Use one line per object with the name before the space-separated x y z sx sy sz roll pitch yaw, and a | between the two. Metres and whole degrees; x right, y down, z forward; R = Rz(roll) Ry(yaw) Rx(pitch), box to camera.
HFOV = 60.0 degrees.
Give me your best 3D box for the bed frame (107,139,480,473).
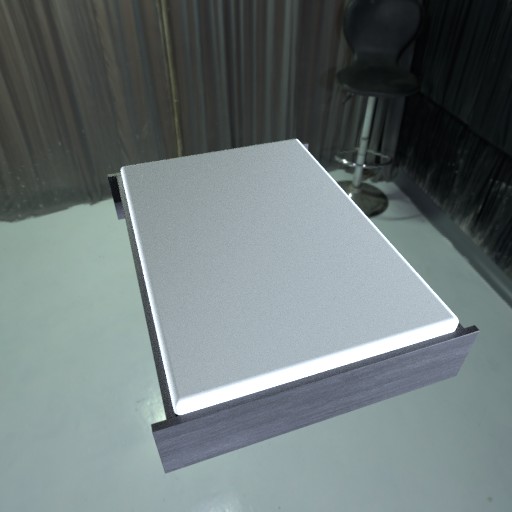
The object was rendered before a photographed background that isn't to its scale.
bed frame | 0.000 0.000 2.625 1.490 0.432 1.950 -13 43 -14
